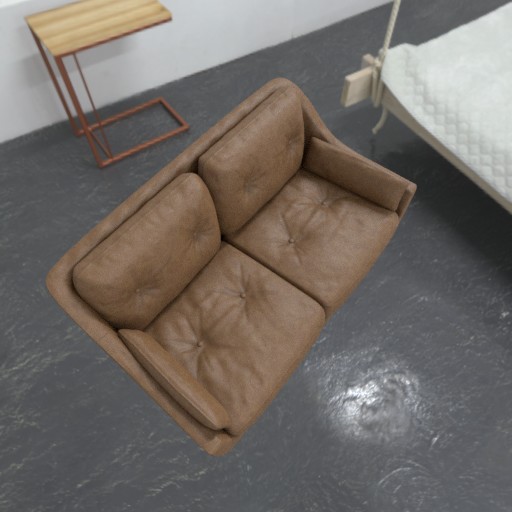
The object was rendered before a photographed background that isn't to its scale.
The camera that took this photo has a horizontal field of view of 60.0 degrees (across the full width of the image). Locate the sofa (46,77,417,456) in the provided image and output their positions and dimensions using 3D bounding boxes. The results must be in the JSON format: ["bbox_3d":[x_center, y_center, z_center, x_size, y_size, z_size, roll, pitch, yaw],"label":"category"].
[{"bbox_3d":[0.000,0.000,2.291,0.981,0.886,1.731,34,64,19],"label":"sofa"}]
